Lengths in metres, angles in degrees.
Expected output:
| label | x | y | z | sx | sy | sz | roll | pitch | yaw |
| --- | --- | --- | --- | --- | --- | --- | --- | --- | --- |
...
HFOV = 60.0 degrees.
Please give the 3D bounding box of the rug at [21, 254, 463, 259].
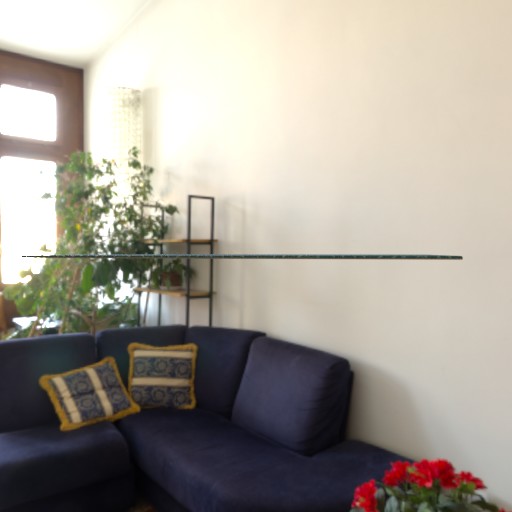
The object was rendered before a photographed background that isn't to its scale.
| label | x | y | z | sx | sy | sz | roll | pitch | yaw |
| --- | --- | --- | --- | --- | --- | --- | --- | --- | --- |
| rug | 0.000 | 0.000 | 2.786 | 2.144 | 0.015 | 1.543 | 0 | 0 | 16 |
